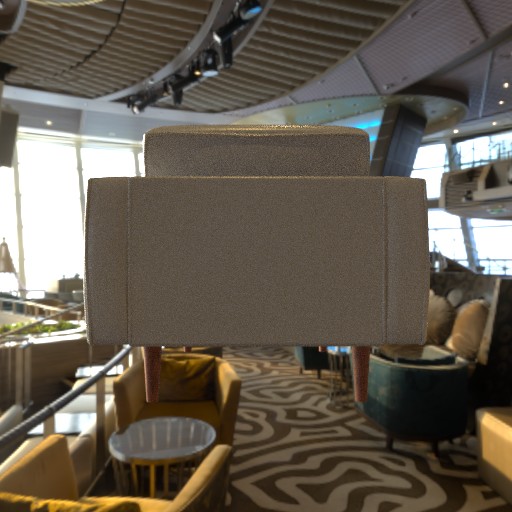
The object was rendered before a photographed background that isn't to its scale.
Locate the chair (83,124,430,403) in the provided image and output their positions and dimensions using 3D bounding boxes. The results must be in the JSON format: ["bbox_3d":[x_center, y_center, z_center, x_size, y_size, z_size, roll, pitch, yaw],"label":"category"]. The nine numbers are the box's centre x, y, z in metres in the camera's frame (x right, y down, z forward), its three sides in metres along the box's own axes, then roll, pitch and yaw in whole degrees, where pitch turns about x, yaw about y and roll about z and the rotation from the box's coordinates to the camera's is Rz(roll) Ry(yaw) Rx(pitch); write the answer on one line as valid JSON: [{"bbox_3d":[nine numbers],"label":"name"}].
[{"bbox_3d":[0.000,0.000,1.548,0.928,0.773,0.843,0,-1,0],"label":"chair"}]
